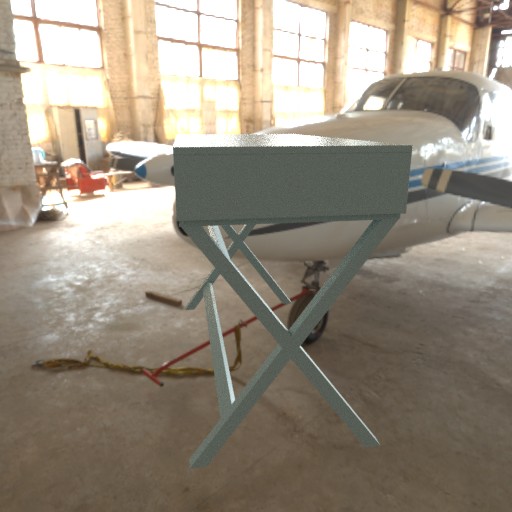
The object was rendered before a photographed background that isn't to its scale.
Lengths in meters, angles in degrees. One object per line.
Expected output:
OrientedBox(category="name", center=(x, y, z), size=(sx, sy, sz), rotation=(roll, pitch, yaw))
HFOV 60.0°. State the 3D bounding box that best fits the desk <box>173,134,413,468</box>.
OrientedBox(category="desk", center=(0.000, 0.000, 1.517), size=(0.509, 0.780, 1.059), rotation=(-3, 17, -9))
